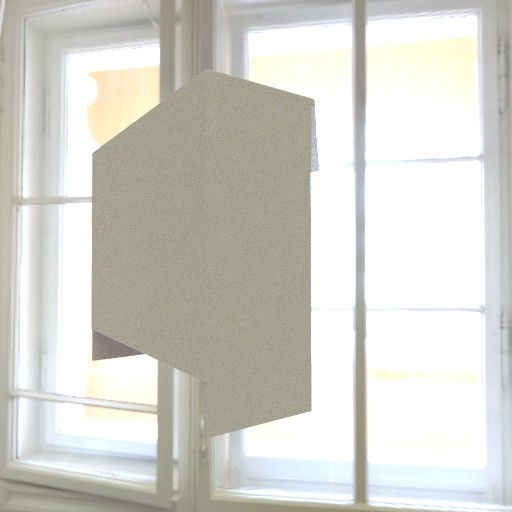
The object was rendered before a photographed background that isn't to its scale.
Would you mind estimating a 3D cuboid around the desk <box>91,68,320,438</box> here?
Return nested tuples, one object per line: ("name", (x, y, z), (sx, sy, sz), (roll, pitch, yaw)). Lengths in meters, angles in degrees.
("desk", (0.000, 0.000, 1.629), (0.926, 0.818, 0.940), (0, -1, -35))
